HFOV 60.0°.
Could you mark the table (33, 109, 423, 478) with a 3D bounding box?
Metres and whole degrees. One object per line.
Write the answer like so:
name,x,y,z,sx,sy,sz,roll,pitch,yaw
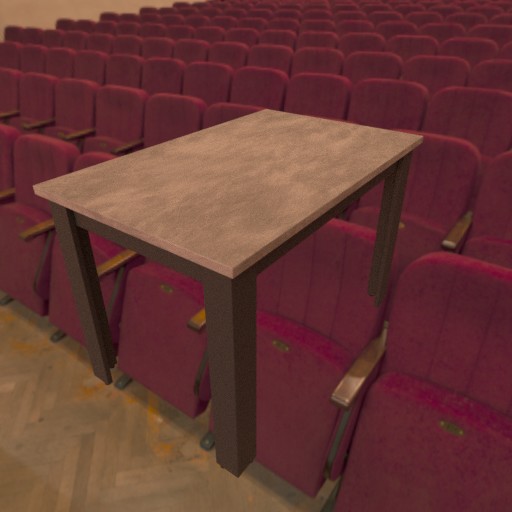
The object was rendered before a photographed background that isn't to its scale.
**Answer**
table,0.000,0.000,1.597,0.700,0.734,1.100,21,37,30
